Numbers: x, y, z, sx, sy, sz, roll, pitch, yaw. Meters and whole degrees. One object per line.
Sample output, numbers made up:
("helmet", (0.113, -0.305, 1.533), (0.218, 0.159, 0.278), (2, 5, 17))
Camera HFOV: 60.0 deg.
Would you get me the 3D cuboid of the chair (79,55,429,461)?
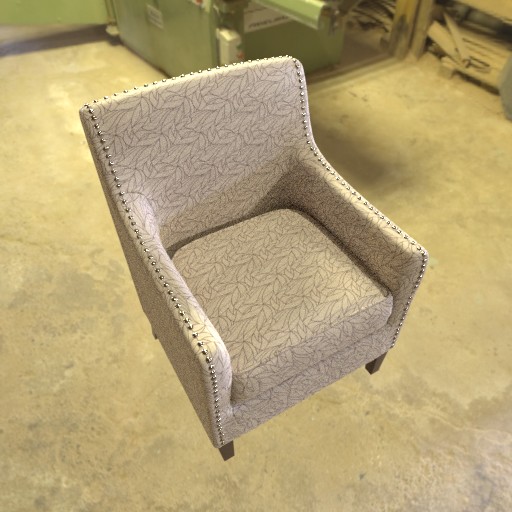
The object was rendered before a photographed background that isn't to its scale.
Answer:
("chair", (0.000, 0.000, 1.243), (0.623, 0.816, 0.651), (-23, 50, -21))
